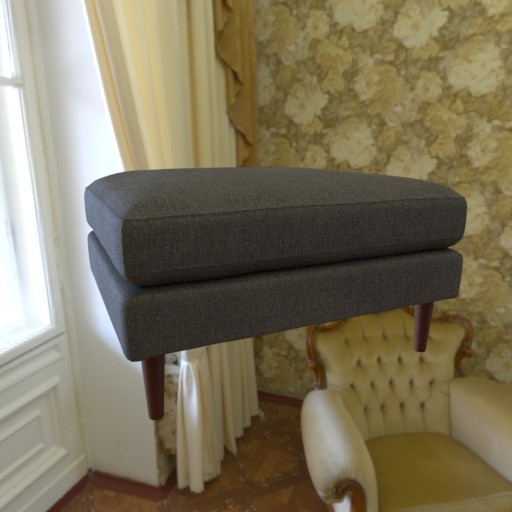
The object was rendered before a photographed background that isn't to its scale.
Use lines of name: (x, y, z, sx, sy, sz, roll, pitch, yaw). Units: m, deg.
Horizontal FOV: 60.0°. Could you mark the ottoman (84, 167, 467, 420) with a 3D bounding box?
ottoman: (0.000, 0.000, 1.223, 0.821, 0.474, 0.693, -6, 15, -24)
